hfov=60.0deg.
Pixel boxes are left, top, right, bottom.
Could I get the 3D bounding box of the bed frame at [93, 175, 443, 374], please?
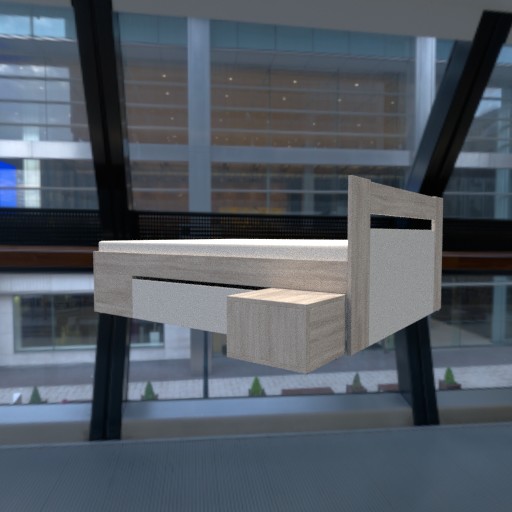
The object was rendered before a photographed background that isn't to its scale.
[{"bbox_3d":[0.000,0.000,3.194,2.050,0.860,2.040,2,4,36],"label":"bed frame"}]
